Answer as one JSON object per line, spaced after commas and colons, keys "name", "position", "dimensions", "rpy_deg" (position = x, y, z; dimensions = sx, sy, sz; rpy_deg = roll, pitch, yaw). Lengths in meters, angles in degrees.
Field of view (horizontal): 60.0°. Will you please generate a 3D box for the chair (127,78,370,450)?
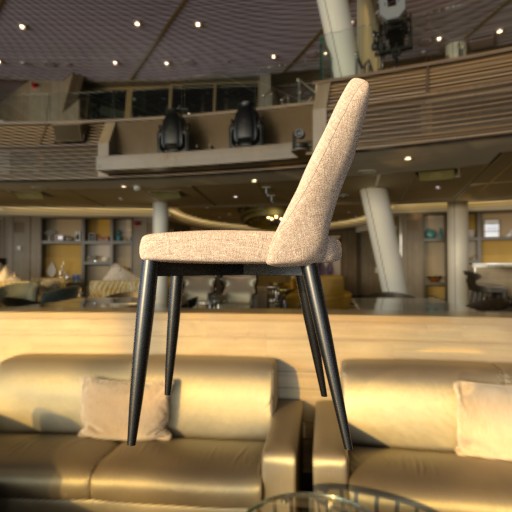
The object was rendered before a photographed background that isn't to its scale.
{"name": "chair", "position": [0.000, 0.000, 1.276], "dimensions": [0.612, 0.931, 0.470], "rpy_deg": [0, -1, 1]}
